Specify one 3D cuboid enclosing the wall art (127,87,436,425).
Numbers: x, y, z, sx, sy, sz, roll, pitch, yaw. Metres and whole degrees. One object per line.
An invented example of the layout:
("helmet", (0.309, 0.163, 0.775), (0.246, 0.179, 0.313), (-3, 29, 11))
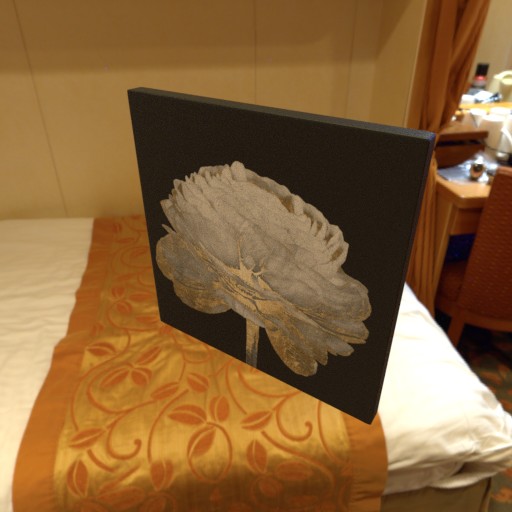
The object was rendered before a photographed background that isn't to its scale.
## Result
("wall art", (0.000, 0.000, 0.933), (0.610, 0.611, 0.043), (19, 36, 28))
